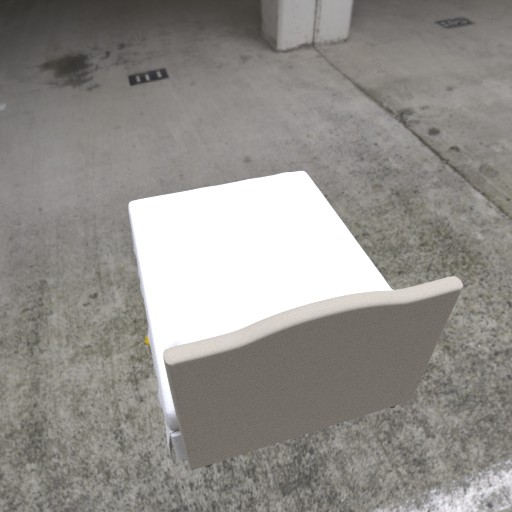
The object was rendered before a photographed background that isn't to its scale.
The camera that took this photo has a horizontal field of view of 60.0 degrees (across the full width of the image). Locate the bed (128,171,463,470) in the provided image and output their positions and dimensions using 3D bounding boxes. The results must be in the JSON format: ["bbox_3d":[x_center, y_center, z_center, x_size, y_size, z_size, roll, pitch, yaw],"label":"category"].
[{"bbox_3d":[0.000,0.000,3.601,1.977,1.437,2.477,-12,45,-13],"label":"bed"}]
